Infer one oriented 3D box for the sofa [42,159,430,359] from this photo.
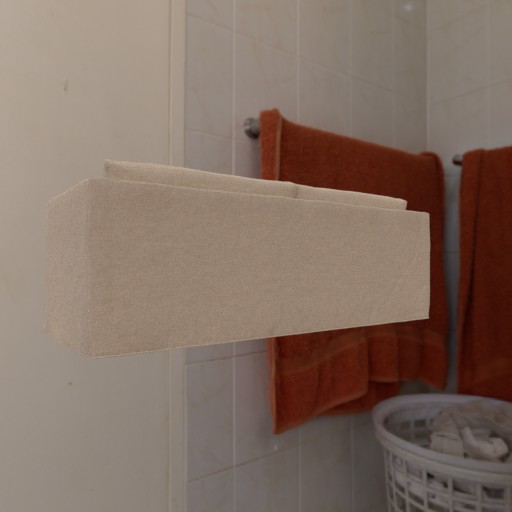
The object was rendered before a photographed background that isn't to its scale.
[{"bbox_3d":[0.000,0.000,2.780,2.312,0.853,0.962,1,-1,-35],"label":"sofa"}]
